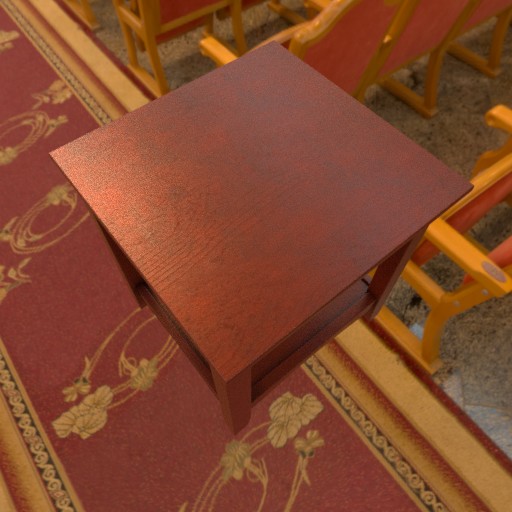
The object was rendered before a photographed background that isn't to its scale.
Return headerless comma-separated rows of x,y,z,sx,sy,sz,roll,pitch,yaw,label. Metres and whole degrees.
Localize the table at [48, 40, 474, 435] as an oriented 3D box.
0.000,0.000,0.970,0.523,0.558,0.522,-33,64,-18,table
